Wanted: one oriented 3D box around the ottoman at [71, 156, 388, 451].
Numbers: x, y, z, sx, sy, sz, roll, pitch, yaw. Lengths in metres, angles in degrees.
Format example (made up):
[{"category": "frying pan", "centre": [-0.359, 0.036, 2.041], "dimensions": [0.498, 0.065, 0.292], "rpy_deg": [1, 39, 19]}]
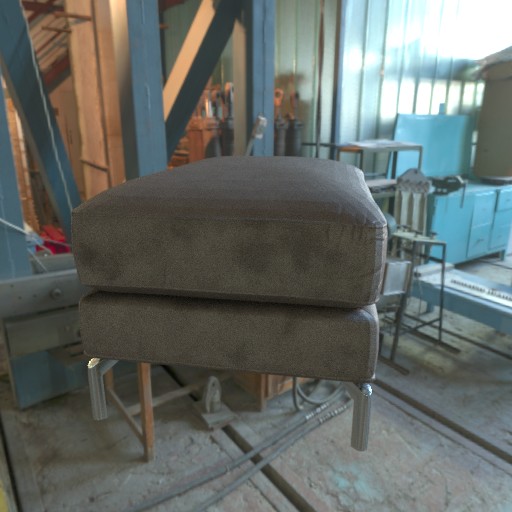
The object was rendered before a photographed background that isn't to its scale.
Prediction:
[{"category": "ottoman", "centre": [0.000, 0.000, 1.056], "dimensions": [0.520, 0.456, 0.719], "rpy_deg": [3, 17, 9]}]
